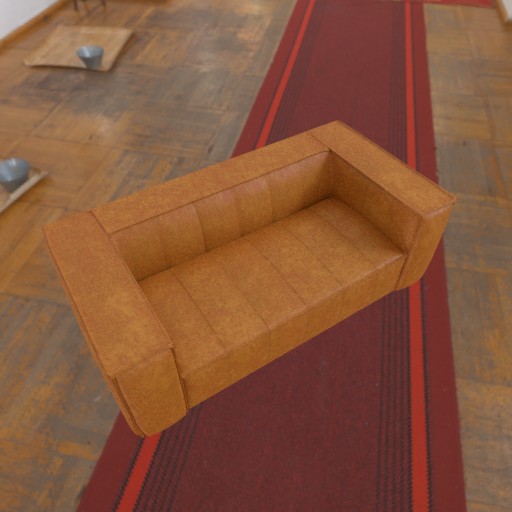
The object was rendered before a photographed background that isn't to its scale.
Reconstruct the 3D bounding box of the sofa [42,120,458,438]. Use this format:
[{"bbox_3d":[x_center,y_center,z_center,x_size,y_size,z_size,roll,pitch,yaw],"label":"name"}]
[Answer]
[{"bbox_3d":[0.000,0.000,2.654,2.088,0.703,1.102,-25,51,-22],"label":"sofa"}]
